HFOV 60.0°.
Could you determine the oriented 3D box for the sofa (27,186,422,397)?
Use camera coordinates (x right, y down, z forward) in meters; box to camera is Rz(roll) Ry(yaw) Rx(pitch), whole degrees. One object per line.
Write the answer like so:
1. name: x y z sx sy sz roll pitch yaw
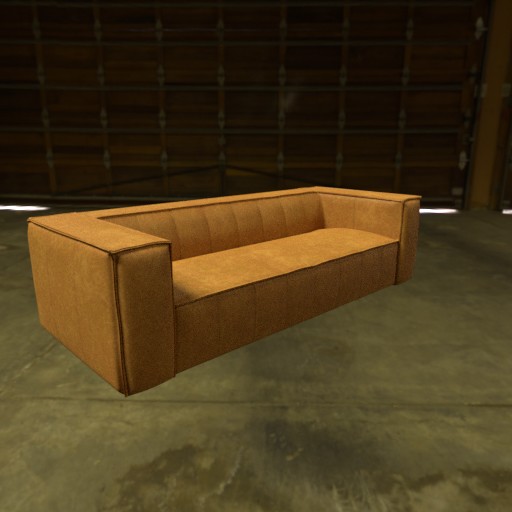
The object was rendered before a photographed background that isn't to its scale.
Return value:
1. sofa: 0.000 0.000 3.008 2.581 0.701 1.102 -13 20 -42
